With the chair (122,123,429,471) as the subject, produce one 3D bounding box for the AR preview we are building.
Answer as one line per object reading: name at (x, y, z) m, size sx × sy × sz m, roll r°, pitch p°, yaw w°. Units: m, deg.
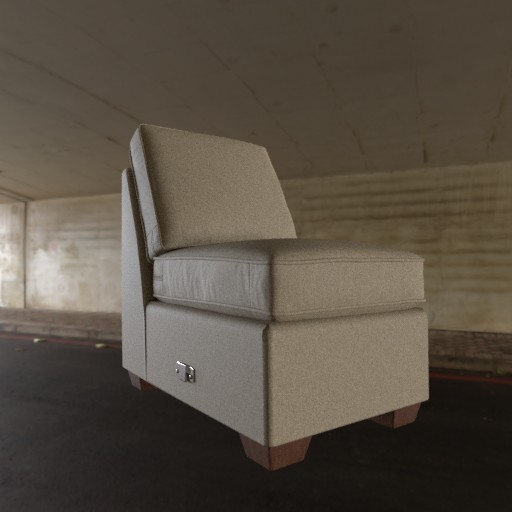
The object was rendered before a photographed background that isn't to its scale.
chair at (0.000, 0.000, 1.618) m, size 0.674 × 1.058 × 1.020 m, roll 1°, pitch -1°, yaw -35°
